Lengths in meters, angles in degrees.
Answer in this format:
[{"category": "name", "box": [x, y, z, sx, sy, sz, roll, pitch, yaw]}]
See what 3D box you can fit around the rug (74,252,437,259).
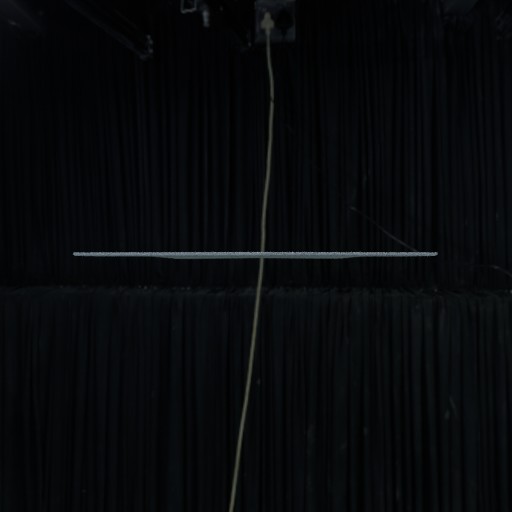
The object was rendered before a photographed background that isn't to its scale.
[{"category": "rug", "box": [0.000, 0.000, 2.343, 1.174, 0.022, 1.853, 0, -1, 0]}]
